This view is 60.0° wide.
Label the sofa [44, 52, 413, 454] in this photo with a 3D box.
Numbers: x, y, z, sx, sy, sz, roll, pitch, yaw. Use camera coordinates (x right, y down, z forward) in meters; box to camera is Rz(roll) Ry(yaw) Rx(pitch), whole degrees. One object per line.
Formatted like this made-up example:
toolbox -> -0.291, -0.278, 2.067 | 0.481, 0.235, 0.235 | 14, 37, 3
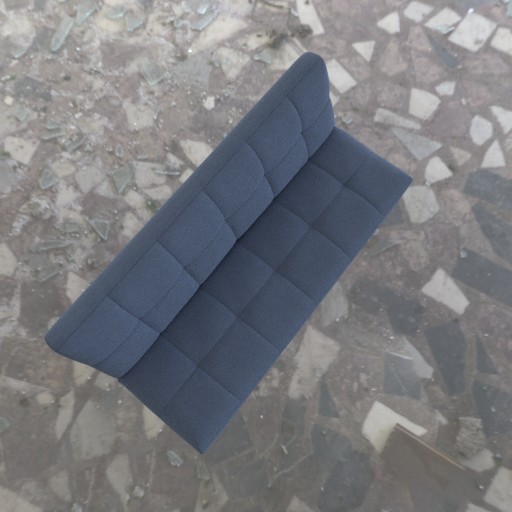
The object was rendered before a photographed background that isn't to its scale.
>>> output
sofa -> 0.000, 0.000, 2.243 | 0.796, 0.800, 1.800 | 38, 78, 10
